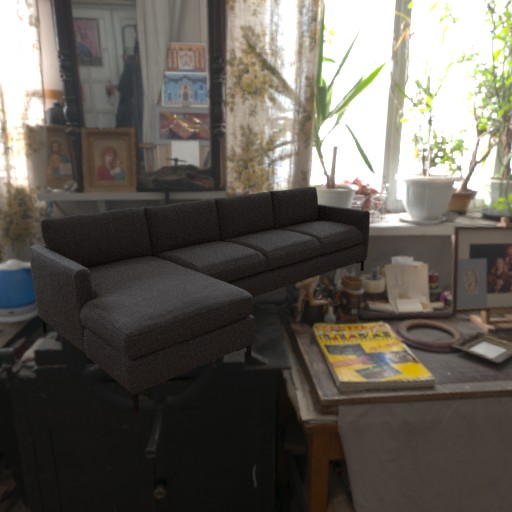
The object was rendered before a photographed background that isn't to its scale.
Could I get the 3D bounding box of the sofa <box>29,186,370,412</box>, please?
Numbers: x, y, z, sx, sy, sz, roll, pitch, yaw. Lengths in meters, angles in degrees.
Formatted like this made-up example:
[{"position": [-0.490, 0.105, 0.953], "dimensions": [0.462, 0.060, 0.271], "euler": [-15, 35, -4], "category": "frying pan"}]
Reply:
[{"position": [0.000, 0.000, 3.217], "dimensions": [2.731, 0.754, 1.258], "euler": [-14, 21, -42], "category": "sofa"}]
